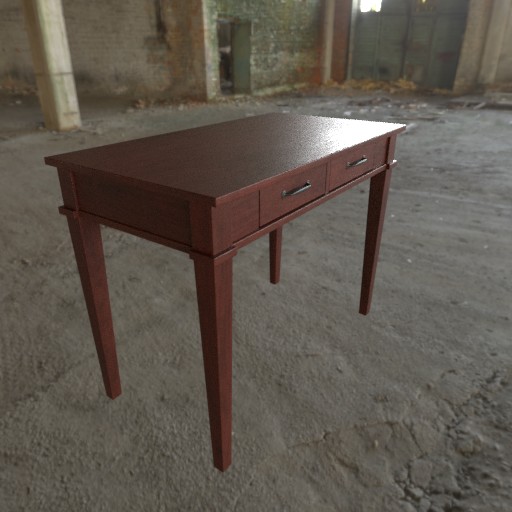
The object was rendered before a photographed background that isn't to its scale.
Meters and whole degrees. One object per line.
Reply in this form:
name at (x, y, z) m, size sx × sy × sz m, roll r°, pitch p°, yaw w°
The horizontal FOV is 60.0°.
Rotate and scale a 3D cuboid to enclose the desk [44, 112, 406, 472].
desk at (0.000, 0.000, 1.459) m, size 0.549 × 0.762 × 1.001 m, roll 17°, pitch 30°, yaw 32°
